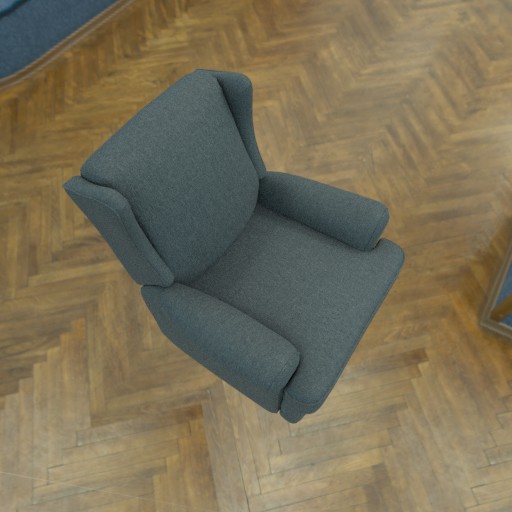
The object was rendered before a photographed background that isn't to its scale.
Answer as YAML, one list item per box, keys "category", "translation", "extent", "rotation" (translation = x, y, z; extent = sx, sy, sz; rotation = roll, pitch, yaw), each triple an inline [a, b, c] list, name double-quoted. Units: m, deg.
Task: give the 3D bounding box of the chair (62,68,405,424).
- category: "chair"
  translation: [0.000, 0.000, 1.684]
  extent: [0.969, 1.011, 0.847]
  rotation: [30, 64, 17]
